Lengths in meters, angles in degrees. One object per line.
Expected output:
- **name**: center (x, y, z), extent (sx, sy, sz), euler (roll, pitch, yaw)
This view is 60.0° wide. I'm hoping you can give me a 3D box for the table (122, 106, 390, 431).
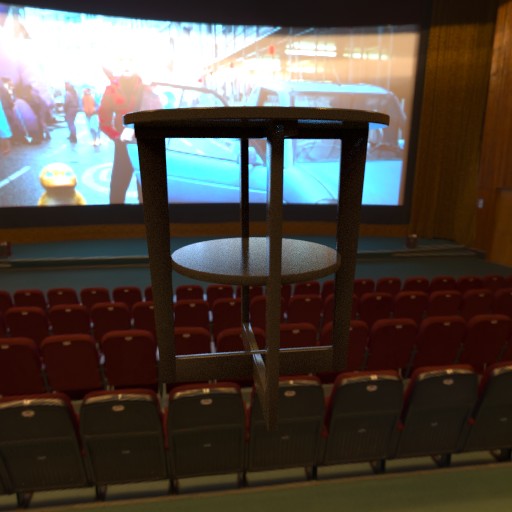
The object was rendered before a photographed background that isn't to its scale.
- **table**: center (0.000, 0.000, 0.926), extent (0.500, 0.550, 0.500), euler (0, 13, 0)
